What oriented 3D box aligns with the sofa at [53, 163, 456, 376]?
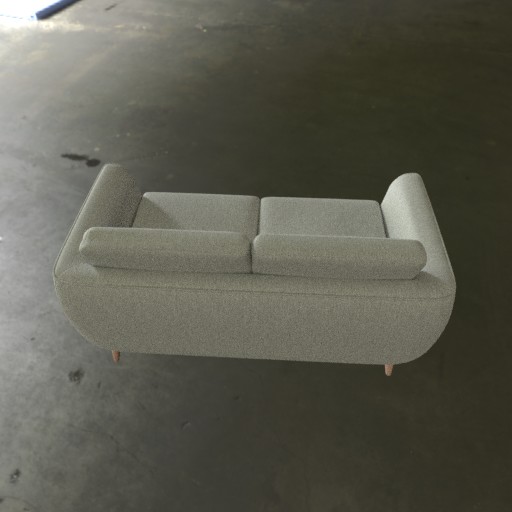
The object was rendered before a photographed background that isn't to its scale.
[{"bbox_3d":[0.000,0.000,2.204,1.700,0.850,0.920,2,47,2],"label":"sofa"}]
